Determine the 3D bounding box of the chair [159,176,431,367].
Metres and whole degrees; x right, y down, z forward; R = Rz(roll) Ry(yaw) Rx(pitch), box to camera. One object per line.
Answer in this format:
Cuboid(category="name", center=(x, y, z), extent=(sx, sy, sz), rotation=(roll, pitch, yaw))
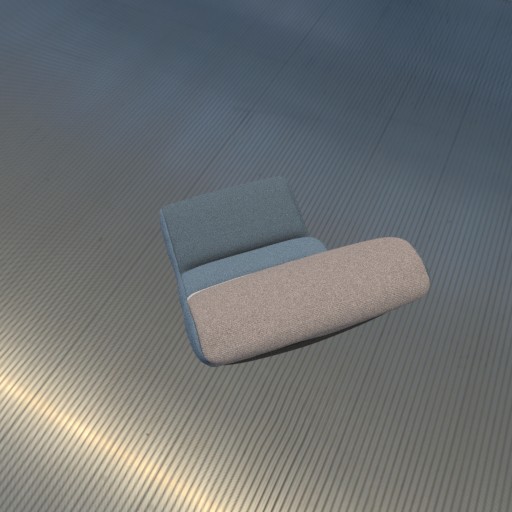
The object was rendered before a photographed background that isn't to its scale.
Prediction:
Cuboid(category="chair", center=(0.000, 0.000, 1.083), extent=(0.420, 0.641, 0.661), rotation=(-16, 60, -10))
